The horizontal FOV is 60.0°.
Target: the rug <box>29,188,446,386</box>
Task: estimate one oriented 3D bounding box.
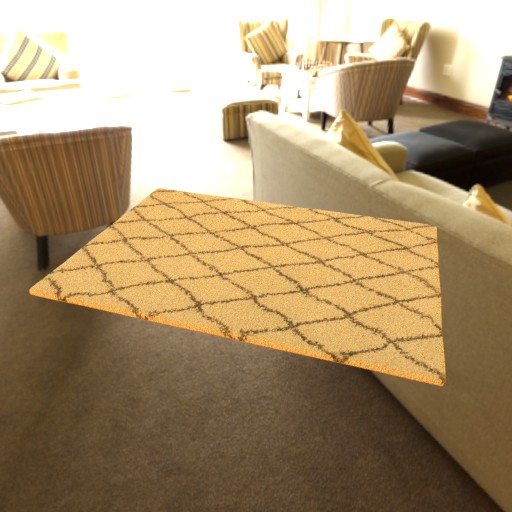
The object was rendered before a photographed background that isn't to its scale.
[{"bbox_3d":[0.000,0.000,2.268,1.778,0.030,1.219,10,33,15],"label":"rug"}]
